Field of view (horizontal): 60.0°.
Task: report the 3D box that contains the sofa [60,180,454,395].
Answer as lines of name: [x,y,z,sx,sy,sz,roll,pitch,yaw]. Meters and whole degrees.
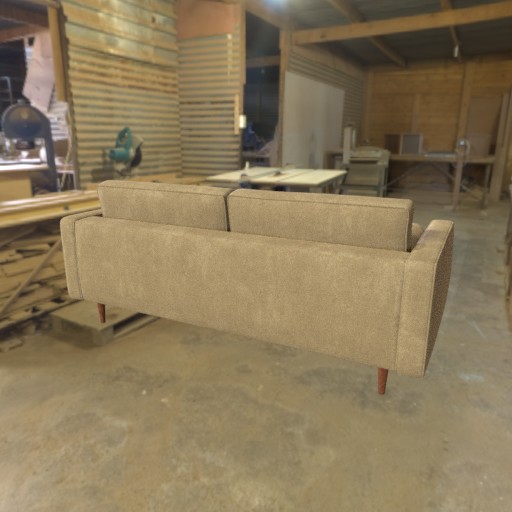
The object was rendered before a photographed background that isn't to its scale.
sofa: [0.000,0.000,2.340,1.883,0.769,0.920,8,18,26]
